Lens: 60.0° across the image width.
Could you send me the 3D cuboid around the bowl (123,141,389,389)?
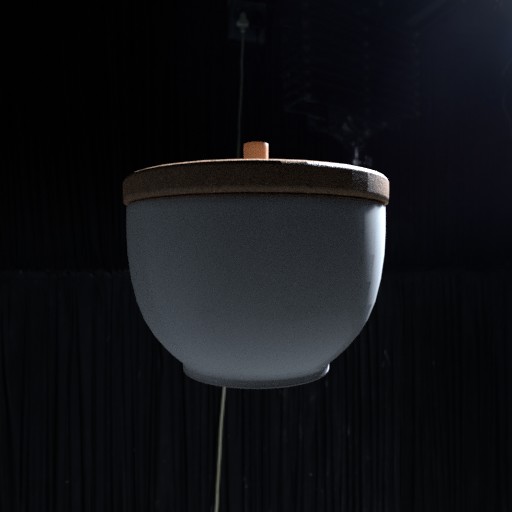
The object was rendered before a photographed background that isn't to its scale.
[{"bbox_3d":[0.000,0.000,0.220,0.126,0.110,0.126,0,1,0],"label":"bowl"}]
